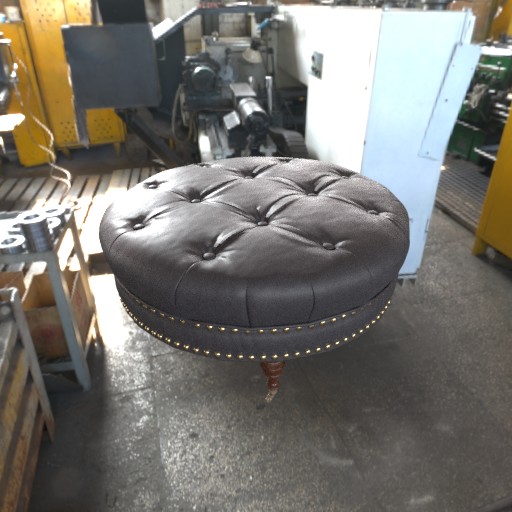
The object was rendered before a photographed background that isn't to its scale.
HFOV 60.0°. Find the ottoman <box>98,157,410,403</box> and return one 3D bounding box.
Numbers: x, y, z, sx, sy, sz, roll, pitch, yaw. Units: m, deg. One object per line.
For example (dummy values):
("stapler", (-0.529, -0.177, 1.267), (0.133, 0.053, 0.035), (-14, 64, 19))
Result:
("ottoman", (0.000, 0.000, 1.388), (0.901, 0.439, 0.901), (0, 30, 0))
